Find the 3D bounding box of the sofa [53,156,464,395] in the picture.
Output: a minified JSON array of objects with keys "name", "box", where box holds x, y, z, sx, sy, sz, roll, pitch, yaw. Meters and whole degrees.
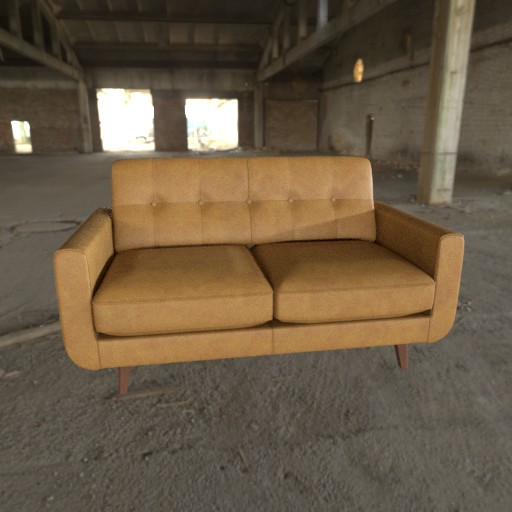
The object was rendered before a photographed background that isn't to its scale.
[{"name":"sofa","box":[0.000,0.000,2.200,1.651,0.925,0.952,-3,16,-9]}]
